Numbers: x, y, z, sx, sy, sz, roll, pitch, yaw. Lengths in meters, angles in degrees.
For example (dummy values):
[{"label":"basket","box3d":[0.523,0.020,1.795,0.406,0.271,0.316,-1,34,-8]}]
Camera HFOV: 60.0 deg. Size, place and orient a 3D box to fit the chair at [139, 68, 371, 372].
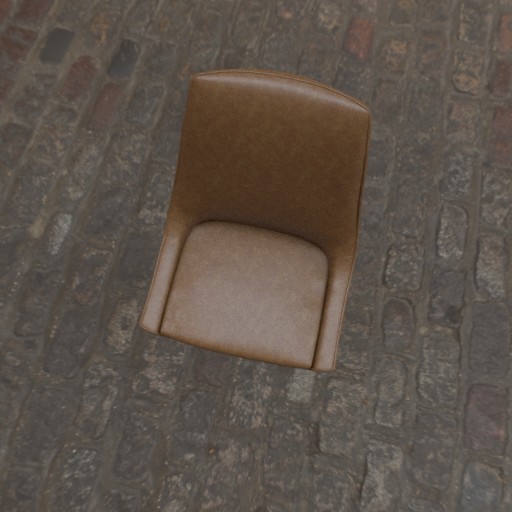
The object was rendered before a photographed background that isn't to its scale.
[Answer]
[{"label":"chair","box3d":[0.000,0.000,1.208,0.529,0.861,0.544,12,76,3]}]
